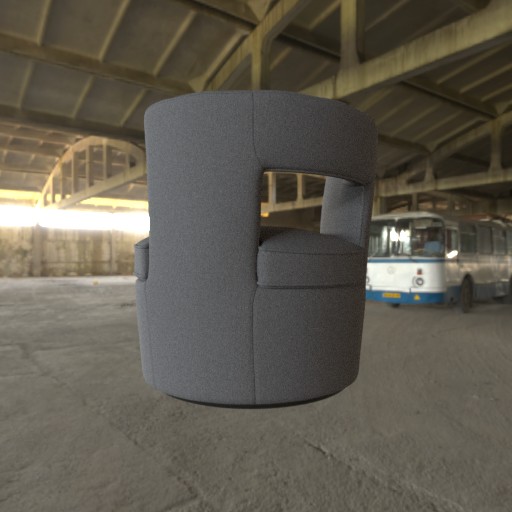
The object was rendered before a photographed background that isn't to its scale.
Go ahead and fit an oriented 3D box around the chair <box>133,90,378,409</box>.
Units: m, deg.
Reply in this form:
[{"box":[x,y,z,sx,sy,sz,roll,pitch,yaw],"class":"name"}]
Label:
[{"box":[0.000,0.000,1.273,0.689,0.719,0.660,0,0,-36],"class":"chair"}]
